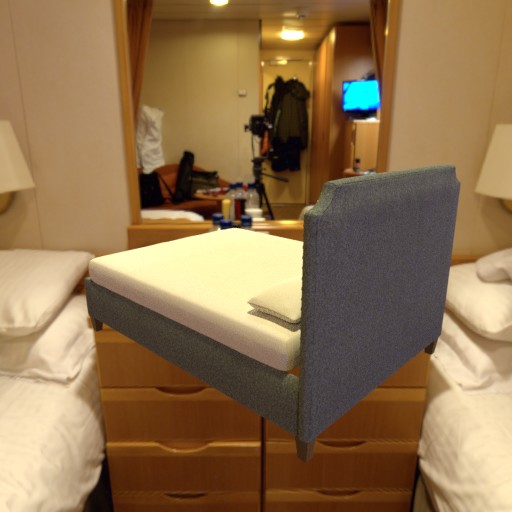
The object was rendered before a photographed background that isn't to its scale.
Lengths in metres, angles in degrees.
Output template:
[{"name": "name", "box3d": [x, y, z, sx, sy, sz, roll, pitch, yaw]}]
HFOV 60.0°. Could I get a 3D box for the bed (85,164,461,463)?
[{"name": "bed", "box3d": [0.000, 0.000, 3.409, 2.372, 1.443, 1.712, 15, 22, 41]}]
